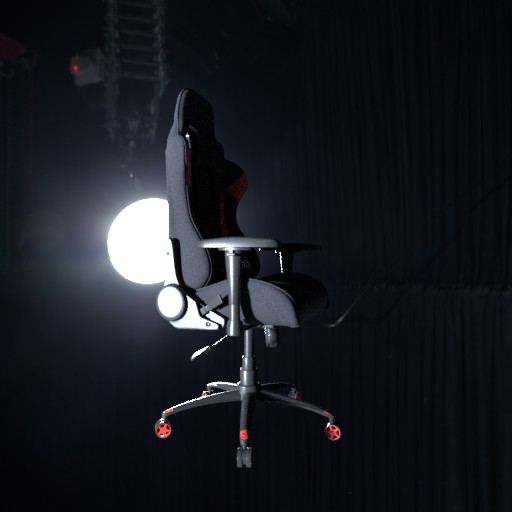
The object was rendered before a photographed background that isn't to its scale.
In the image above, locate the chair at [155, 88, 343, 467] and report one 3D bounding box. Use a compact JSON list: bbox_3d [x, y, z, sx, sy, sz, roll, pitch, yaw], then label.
[{"bbox_3d":[0.000,0.000,1.717,0.658,1.326,0.695,0,0,20],"label":"chair"}]
